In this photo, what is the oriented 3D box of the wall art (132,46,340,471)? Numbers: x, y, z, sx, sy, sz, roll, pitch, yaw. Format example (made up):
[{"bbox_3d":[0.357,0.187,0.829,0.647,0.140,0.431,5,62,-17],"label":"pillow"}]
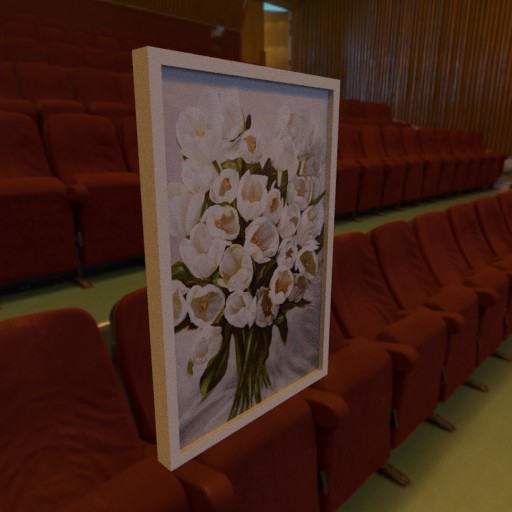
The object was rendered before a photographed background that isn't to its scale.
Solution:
[{"bbox_3d":[0.000,0.000,0.542,0.025,0.428,0.293,13,19,42],"label":"wall art"}]
